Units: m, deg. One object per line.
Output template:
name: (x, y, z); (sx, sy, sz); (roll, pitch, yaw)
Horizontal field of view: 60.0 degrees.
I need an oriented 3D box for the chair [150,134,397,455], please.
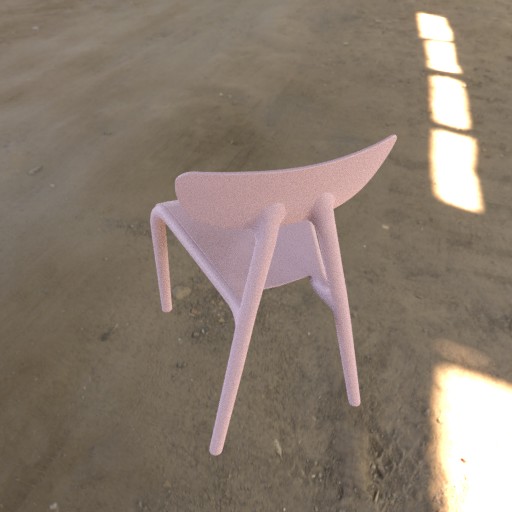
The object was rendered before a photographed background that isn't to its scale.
chair: (0.000, 0.000, 0.812); (0.356, 0.580, 0.401); (-13, 44, -14)
